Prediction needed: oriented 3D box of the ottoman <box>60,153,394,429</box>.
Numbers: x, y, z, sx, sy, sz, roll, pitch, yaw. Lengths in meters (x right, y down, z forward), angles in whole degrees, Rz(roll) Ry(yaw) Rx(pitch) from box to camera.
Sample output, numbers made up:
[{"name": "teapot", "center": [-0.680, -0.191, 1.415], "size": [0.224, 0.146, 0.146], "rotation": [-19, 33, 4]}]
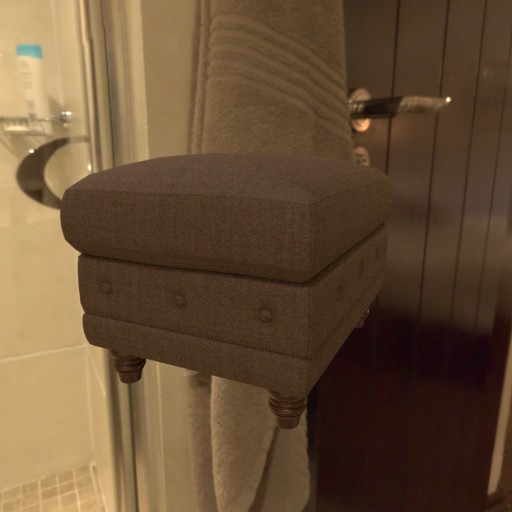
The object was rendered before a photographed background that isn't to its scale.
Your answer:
[{"name": "ottoman", "center": [0.000, 0.000, 1.225], "size": [0.599, 0.555, 0.809], "rotation": [6, 15, 25]}]
